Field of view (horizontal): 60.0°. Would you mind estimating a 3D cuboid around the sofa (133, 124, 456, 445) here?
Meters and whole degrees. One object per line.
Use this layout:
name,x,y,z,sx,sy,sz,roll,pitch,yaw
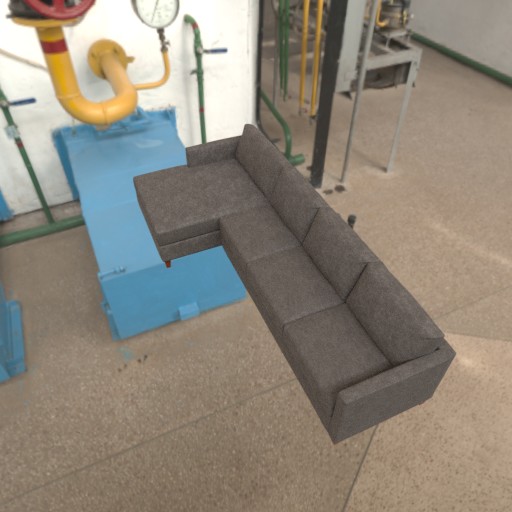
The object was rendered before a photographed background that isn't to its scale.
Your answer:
sofa,0.000,0.000,4.184,1.606,0.954,3.471,-17,47,-17
